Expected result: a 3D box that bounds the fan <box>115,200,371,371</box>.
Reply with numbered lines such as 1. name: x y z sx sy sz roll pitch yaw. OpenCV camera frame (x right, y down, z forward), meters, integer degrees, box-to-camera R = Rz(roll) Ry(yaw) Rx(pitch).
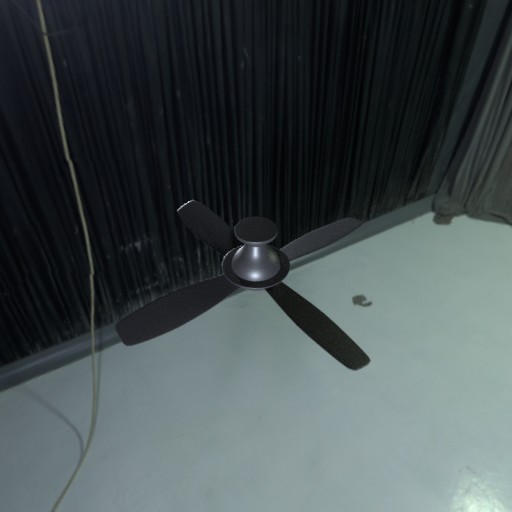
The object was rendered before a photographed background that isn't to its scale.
1. fan: 0.000 0.000 2.524 1.694 0.382 1.694 -25 46 -27
